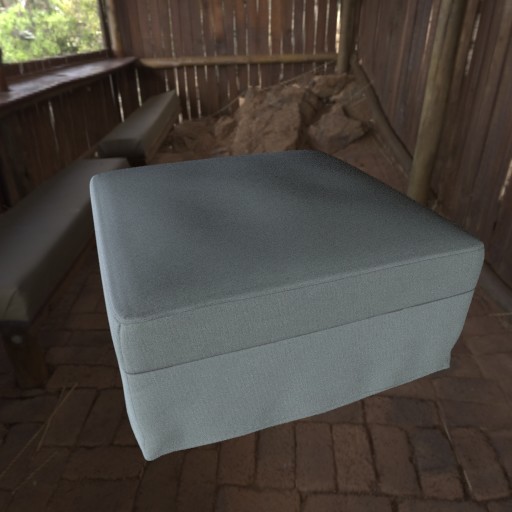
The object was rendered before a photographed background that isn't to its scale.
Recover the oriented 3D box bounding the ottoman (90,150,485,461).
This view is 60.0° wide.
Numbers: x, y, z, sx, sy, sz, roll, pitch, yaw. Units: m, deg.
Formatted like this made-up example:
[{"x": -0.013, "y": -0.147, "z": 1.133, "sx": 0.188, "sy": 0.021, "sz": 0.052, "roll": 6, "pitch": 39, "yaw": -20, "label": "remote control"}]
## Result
[{"x": 0.000, "y": 0.000, "z": 1.282, "sx": 0.843, "sy": 0.441, "sz": 0.842, "roll": -10, "pitch": 31, "yaw": -18, "label": "ottoman"}]
